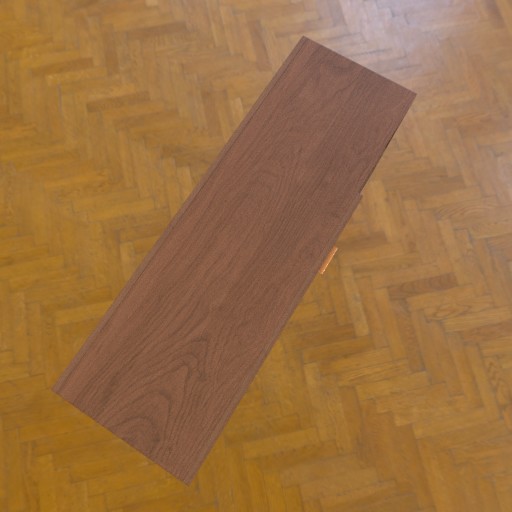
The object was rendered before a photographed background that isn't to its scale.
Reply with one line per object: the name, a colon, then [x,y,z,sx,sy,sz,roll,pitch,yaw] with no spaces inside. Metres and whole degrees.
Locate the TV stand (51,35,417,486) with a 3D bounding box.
TV stand: [0.000,0.000,1.409,0.415,0.500,1.200,31,77,8]
